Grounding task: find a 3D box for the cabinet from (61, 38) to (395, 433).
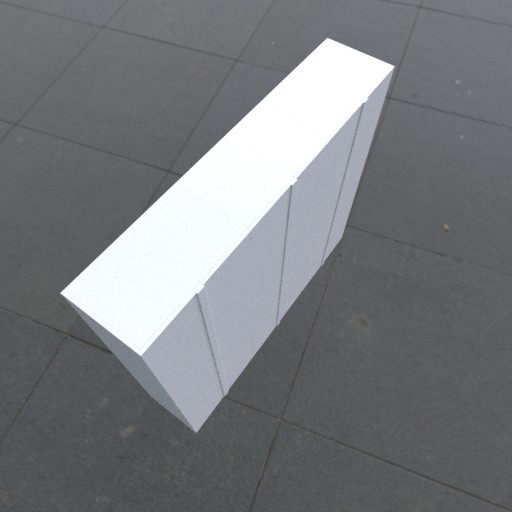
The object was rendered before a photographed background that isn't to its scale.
[{"bbox_3d":[0.000,0.000,3.821,0.590,2.370,2.700,32,65,17],"label":"cabinet"}]
